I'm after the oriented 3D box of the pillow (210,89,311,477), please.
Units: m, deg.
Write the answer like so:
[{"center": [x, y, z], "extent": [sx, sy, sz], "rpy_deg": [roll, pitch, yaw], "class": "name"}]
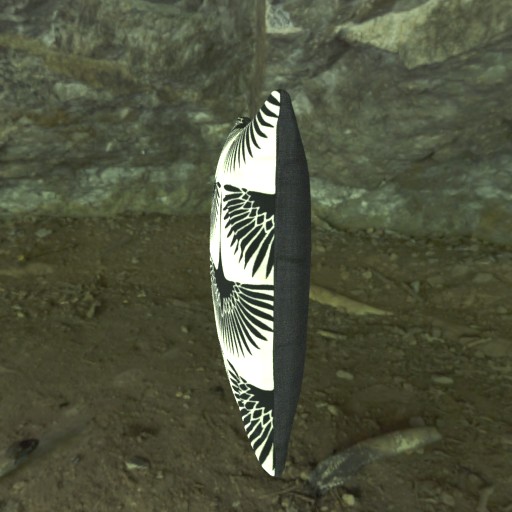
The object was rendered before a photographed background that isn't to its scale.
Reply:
[{"center": [0.000, 0.000, 0.677], "extent": [0.139, 0.432, 0.432], "rpy_deg": [-2, 14, -6], "class": "pillow"}]
